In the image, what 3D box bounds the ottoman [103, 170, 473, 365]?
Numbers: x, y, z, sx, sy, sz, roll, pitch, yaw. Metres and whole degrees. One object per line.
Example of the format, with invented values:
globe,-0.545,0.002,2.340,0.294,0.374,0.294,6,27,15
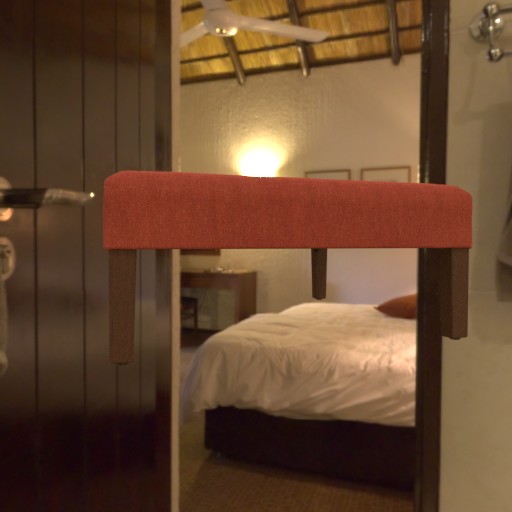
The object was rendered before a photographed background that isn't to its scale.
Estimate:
ottoman,0.000,0.000,1.416,0.889,0.411,0.890,-1,2,-17
